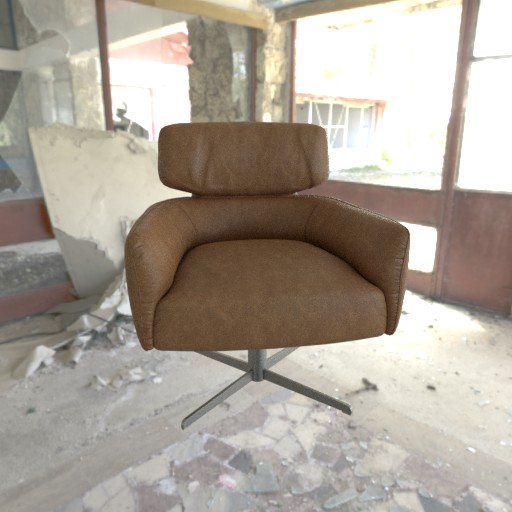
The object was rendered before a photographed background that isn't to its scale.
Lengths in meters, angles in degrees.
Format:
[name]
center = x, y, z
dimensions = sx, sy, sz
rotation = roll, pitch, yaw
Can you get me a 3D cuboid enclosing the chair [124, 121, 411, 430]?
[chair]
center = 0.000, 0.000, 1.371
dimensions = 0.706, 0.812, 0.715
rotation = -2, 16, -8
